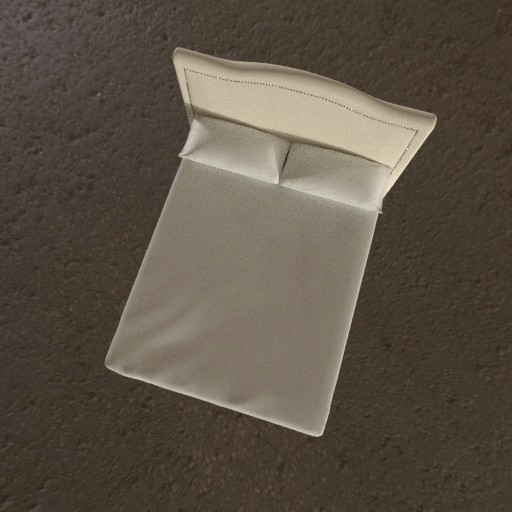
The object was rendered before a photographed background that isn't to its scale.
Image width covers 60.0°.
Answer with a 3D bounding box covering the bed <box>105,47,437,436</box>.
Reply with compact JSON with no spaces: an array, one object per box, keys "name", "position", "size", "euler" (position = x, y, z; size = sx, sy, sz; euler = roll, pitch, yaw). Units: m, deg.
[{"name":"bed","position":[0.000,0.000,3.199],"size":[1.753,1.460,2.143],"euler":[17,75,4]}]
